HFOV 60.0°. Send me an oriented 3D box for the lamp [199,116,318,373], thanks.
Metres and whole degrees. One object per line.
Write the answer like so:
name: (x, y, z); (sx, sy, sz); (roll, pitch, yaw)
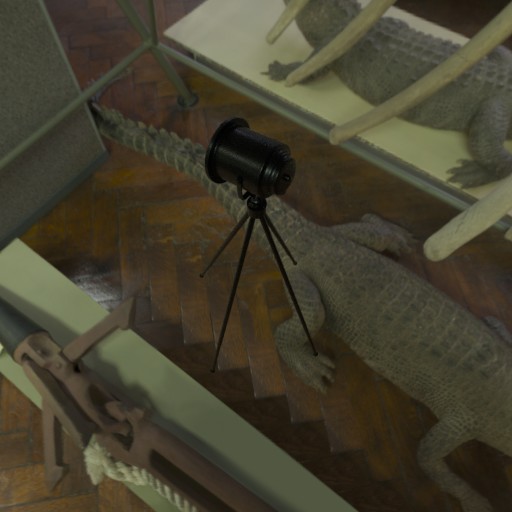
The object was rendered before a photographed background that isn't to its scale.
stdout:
lamp: (0.000, 0.000, 2.048); (0.884, 1.504, 0.879); (33, 67, 16)
